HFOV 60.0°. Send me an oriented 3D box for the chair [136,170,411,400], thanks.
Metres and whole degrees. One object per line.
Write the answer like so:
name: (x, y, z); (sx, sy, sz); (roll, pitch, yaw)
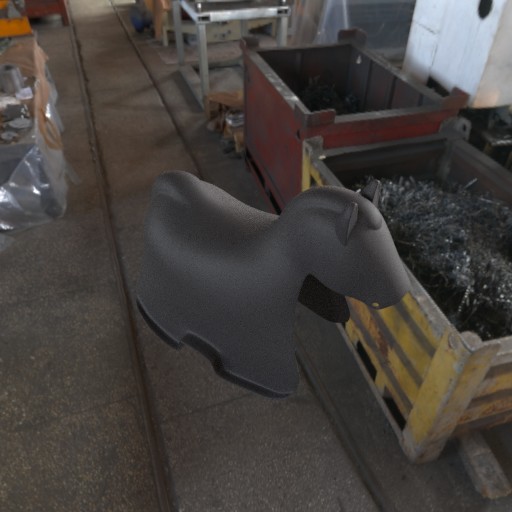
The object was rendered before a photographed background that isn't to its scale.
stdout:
chair: (0.000, 0.000, 1.186); (0.800, 0.612, 0.429); (26, 47, 27)
